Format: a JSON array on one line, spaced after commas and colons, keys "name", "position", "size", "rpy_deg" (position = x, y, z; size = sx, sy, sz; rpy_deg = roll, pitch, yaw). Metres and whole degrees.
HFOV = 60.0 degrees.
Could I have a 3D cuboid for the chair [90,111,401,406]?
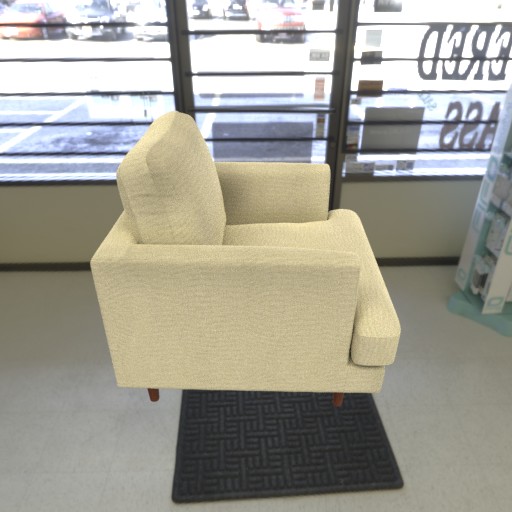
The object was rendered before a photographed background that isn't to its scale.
[{"name": "chair", "position": [0.000, 0.000, 1.662], "size": [0.899, 0.957, 0.858], "rpy_deg": [1, 31, 1]}]
